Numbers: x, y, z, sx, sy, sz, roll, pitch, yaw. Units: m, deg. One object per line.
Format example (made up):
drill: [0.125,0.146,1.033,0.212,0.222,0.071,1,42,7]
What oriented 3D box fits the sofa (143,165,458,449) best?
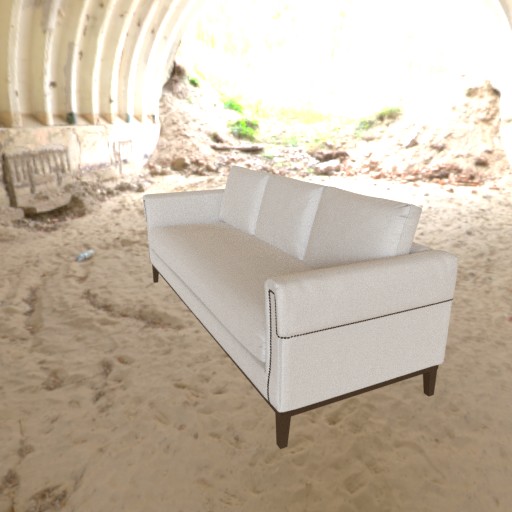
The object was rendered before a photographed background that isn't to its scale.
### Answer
sofa: [0.000,0.000,2.711,0.902,0.911,2.198,-8,19,-25]
